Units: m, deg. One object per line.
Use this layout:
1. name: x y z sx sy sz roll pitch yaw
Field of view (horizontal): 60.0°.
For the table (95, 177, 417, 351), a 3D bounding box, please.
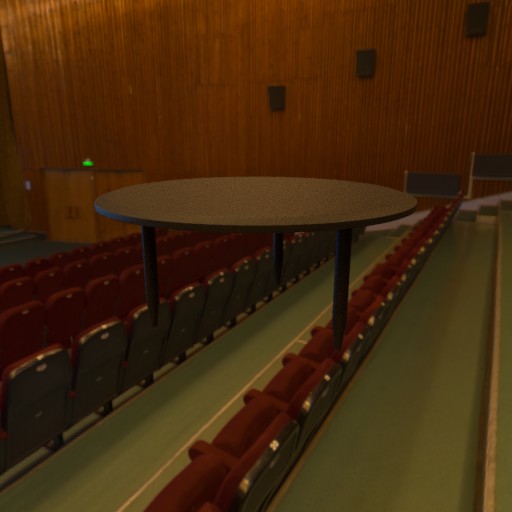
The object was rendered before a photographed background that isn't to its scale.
1. table: 0.000 0.000 1.360 0.900 0.400 0.900 0 16 0
